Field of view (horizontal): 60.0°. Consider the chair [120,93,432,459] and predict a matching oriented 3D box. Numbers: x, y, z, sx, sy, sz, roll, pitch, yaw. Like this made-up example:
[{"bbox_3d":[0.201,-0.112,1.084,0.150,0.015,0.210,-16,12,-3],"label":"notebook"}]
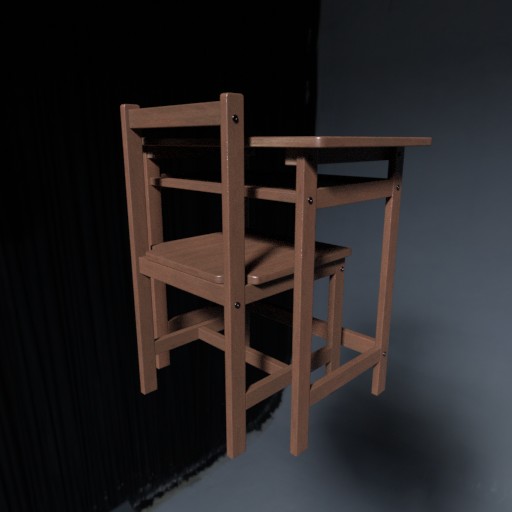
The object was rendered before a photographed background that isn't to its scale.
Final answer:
[{"bbox_3d":[0.000,0.000,1.048,0.463,0.673,0.599,-14,20,-43],"label":"chair"}]
